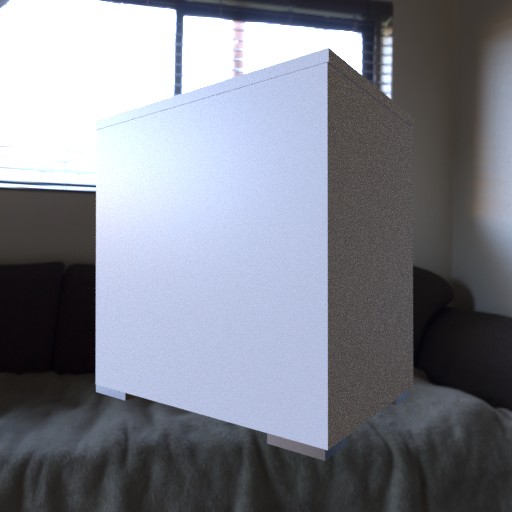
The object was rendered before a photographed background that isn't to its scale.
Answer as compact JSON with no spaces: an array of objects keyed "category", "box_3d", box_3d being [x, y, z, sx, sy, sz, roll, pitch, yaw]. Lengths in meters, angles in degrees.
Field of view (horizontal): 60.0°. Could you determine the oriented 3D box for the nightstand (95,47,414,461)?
[{"category":"nightstand","box_3d":[0.000,0.000,0.753,0.441,0.460,0.325,0,-1,36]}]
